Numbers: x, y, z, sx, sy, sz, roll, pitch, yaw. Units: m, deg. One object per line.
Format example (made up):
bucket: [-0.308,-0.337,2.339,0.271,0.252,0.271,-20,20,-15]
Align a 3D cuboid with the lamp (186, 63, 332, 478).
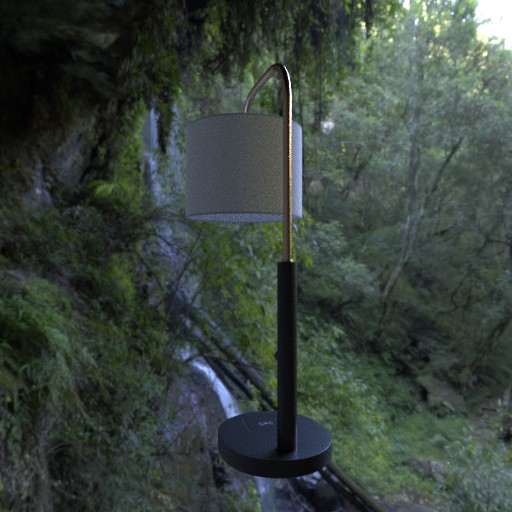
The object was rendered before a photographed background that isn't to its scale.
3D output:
lamp: [0.000,0.000,0.702,0.199,0.540,0.337,0,0,-18]
